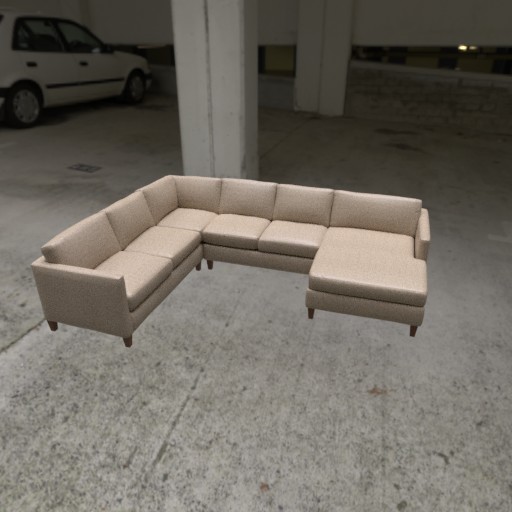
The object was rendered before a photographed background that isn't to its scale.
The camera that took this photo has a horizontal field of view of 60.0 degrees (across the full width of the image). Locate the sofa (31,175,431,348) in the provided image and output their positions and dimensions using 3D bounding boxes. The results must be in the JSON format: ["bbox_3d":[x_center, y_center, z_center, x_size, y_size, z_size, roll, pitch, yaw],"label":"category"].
[{"bbox_3d":[0.000,0.000,4.678,3.460,0.961,2.594,8,28,16],"label":"sofa"}]
